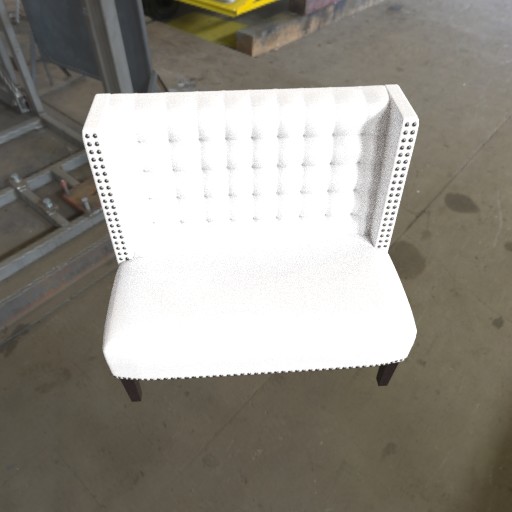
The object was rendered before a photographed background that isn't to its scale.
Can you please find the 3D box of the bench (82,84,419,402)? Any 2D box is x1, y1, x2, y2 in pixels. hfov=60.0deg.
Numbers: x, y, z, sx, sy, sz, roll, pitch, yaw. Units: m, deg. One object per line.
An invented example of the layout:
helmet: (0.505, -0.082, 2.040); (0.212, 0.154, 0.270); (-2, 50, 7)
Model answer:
bench: (0.000, 0.000, 1.944); (1.280, 1.123, 0.847); (-3, 47, -3)
